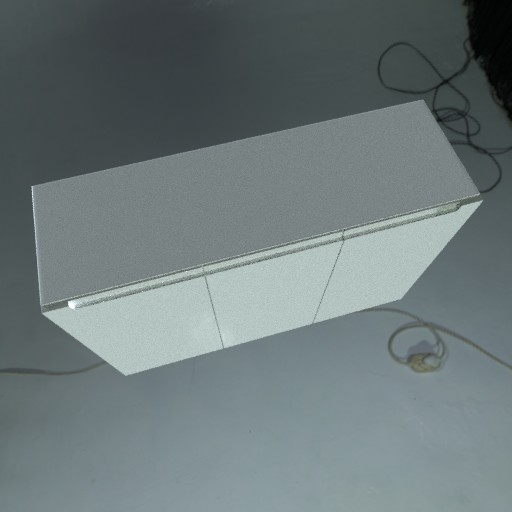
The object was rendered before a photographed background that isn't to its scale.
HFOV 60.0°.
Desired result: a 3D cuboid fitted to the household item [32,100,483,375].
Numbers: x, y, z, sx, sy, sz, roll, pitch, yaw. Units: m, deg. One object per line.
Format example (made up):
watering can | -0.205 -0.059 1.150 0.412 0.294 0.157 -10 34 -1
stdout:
household item | 0.000 0.000 1.728 1.300 0.867 0.420 -14 65 -7
